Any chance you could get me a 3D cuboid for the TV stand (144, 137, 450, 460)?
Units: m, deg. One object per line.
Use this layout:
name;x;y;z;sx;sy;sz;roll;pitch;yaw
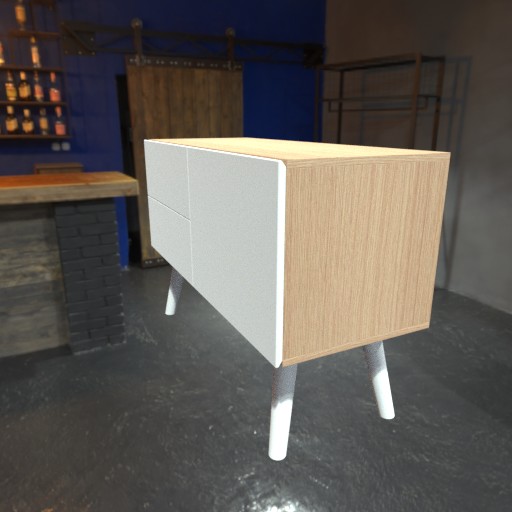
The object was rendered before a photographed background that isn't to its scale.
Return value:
TV stand;0.000;0.000;1.349;0.407;0.660;0.991;-8;19;-25
